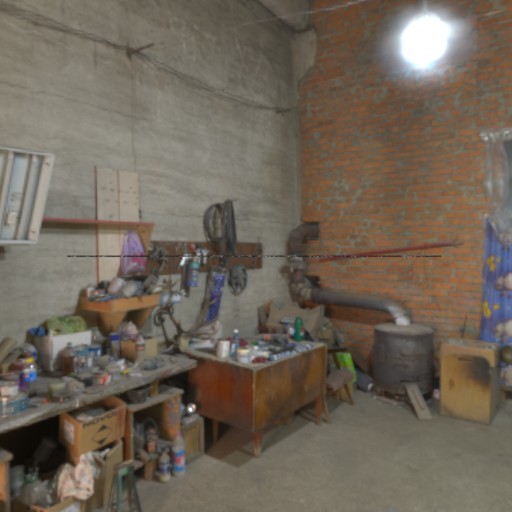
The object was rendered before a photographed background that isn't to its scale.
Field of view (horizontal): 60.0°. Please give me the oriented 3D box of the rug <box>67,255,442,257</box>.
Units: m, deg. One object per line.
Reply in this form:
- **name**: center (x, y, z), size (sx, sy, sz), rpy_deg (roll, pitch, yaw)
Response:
- **rug**: center (0.000, 0.000, 2.354), size (1.219, 0.005, 1.828), rpy_deg (0, 0, 1)
